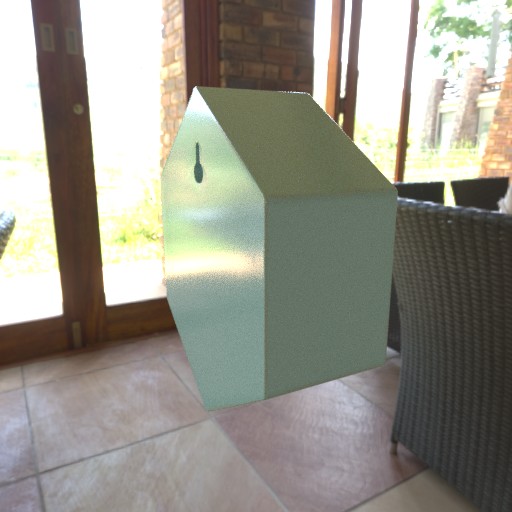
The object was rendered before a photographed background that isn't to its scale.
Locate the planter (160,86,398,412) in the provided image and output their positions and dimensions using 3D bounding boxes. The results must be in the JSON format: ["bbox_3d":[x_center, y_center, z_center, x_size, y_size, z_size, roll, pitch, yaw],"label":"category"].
[{"bbox_3d":[0.000,0.000,0.292,0.078,0.207,0.169,-7,15,-26],"label":"planter"}]
